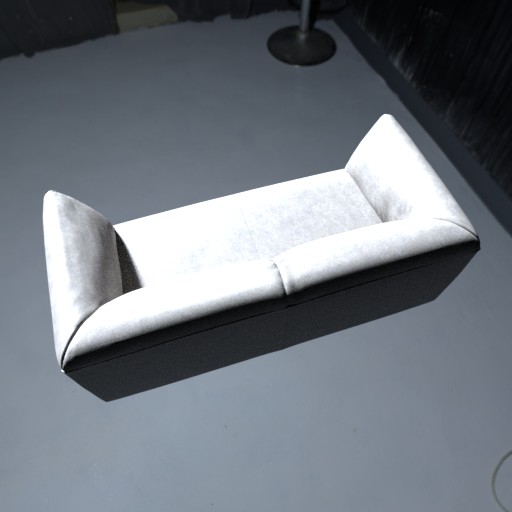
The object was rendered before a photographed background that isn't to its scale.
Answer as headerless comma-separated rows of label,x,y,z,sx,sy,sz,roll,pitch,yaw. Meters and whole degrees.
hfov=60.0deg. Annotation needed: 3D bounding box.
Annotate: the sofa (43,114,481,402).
sofa,0.000,0.000,2.299,1.878,0.747,0.905,-15,59,-9
